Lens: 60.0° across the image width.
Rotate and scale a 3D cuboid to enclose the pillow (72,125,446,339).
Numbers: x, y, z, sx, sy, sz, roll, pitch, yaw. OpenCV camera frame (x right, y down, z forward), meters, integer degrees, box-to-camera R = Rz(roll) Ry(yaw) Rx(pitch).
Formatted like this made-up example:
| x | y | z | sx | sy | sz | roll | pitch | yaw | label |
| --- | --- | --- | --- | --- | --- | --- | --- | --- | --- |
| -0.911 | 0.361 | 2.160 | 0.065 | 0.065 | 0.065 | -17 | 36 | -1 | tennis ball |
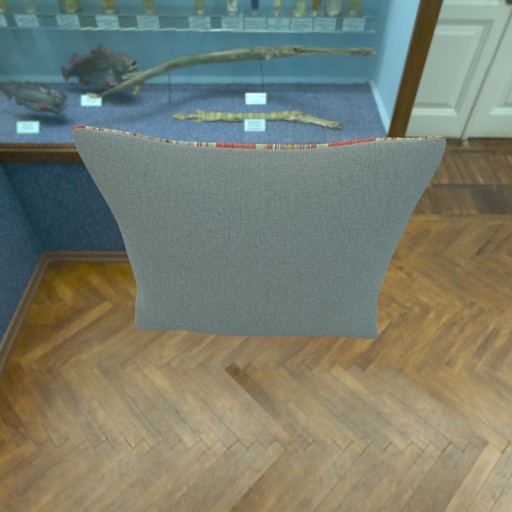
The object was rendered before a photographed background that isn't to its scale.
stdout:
| x | y | z | sx | sy | sz | roll | pitch | yaw | label |
| --- | --- | --- | --- | --- | --- | --- | --- | --- | --- |
| 0.000 | 0.000 | 0.655 | 0.437 | 0.419 | 0.136 | 2 | 48 | 2 | pillow |
